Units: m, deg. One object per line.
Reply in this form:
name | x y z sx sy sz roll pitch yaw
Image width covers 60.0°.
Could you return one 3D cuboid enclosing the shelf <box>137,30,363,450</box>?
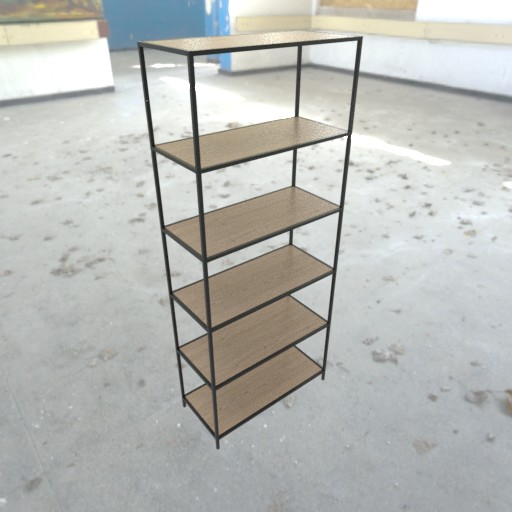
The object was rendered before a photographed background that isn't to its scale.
shelf | 0.000 0.000 2.093 0.770 1.850 0.350 -22 38 -32
